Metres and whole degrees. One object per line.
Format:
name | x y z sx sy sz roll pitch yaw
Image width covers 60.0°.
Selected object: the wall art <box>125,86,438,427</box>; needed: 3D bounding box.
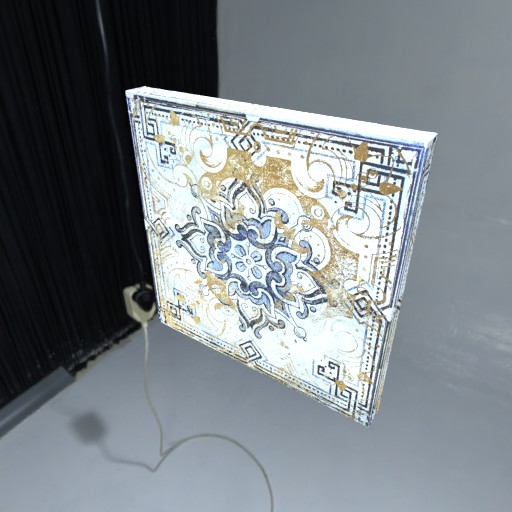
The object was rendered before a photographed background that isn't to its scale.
wall art | 0.000 0.000 0.632 0.411 0.410 0.038 20 37 29
